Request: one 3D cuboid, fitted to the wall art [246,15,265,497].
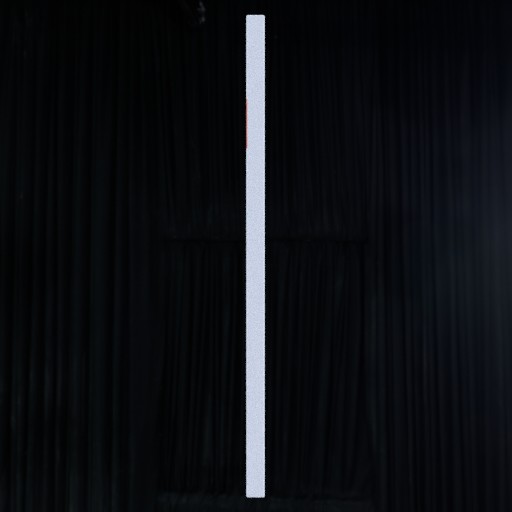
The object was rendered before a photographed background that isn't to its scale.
[{"bbox_3d":[0.000,0.000,1.578,0.046,1.221,0.914,0,0,0],"label":"wall art"}]
